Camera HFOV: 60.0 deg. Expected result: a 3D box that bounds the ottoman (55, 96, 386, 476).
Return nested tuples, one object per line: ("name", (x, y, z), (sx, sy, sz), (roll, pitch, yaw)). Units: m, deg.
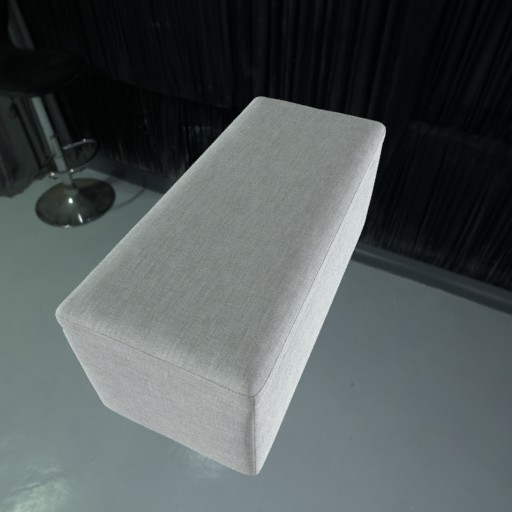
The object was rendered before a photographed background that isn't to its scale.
("ottoman", (0.000, 0.000, 1.137), (0.419, 0.432, 0.902), (18, 49, 16))
